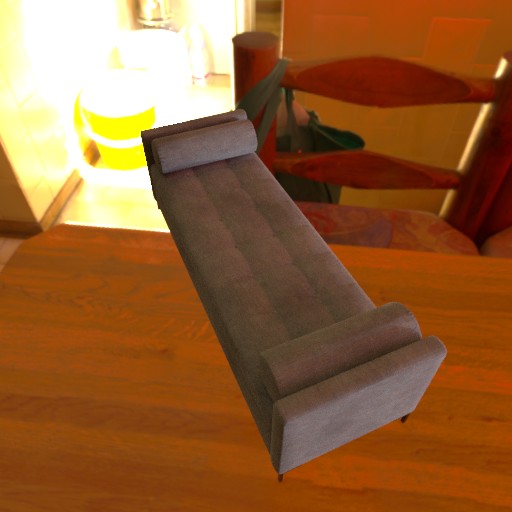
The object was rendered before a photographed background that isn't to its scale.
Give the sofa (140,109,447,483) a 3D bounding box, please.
[{"bbox_3d":[0.000,0.000,2.370,0.686,0.635,1.981,-18,49,-16],"label":"sofa"}]
